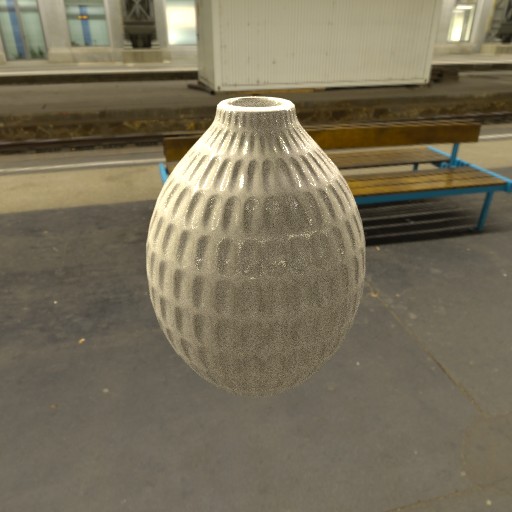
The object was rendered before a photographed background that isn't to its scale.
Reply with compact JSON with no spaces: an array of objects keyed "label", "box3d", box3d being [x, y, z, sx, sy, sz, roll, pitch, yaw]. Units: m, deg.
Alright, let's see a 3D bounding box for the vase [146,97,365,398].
[{"label":"vase","box3d":[0.000,0.000,0.335,0.162,0.223,0.162,0,28,0]}]
